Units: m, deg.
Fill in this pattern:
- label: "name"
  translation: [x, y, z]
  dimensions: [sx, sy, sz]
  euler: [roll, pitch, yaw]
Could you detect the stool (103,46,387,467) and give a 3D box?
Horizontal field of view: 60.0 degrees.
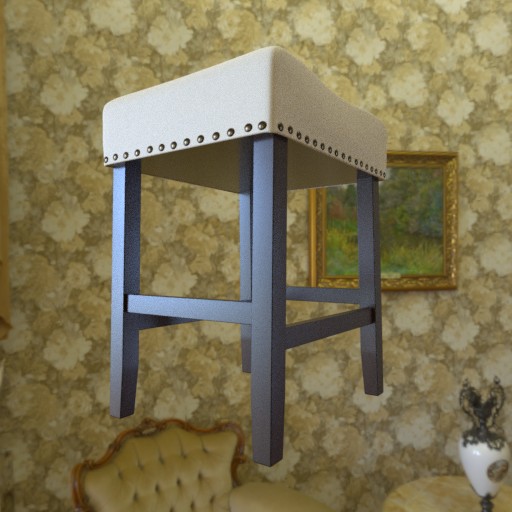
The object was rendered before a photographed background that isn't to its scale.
- label: "stool"
  translation: [0.000, 0.000, 0.917]
  dimensions: [0.401, 0.609, 0.471]
  euler: [-1, -1, 36]
